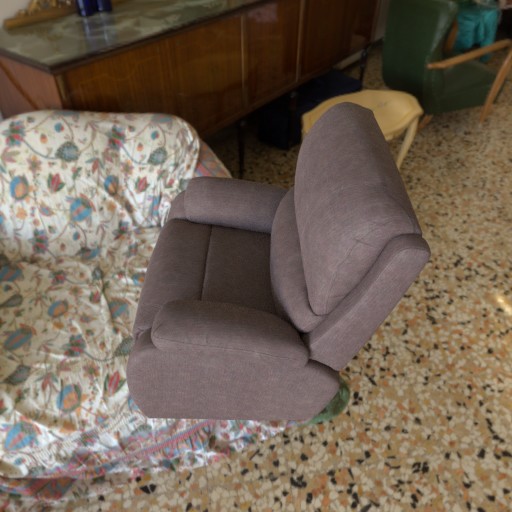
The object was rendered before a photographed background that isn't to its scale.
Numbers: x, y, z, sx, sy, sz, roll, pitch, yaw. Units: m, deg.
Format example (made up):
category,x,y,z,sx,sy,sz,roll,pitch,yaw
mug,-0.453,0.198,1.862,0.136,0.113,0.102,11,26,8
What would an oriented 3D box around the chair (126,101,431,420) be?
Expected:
category,x,y,z,sx,sy,sz,roll,pitch,yaw
chair,0.000,0.000,1.691,0.899,1.011,0.930,1,42,1
